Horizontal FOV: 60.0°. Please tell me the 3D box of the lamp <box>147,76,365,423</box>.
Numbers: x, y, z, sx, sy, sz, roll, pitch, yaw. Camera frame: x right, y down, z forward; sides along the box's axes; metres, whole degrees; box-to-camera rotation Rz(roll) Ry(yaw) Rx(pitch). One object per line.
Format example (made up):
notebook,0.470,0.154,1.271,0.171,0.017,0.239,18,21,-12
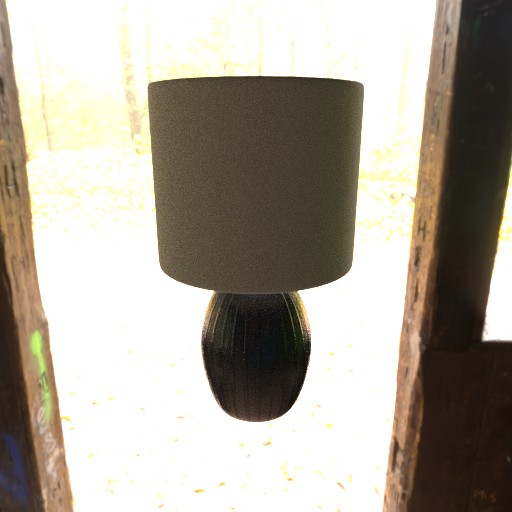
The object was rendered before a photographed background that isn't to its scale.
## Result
lamp,0.000,0.000,0.765,0.329,0.570,0.329,-9,19,-26
